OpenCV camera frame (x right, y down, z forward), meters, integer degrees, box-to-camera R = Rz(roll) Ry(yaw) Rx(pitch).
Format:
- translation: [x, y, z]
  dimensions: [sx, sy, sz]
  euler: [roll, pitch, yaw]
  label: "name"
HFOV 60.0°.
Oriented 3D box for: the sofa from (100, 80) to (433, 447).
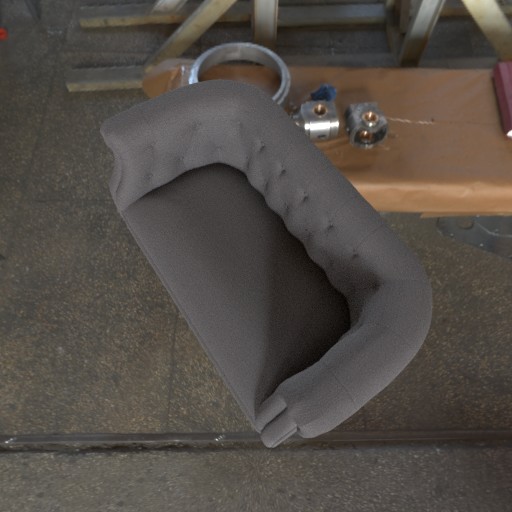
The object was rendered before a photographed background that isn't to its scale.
- translation: [0.000, 0.000, 2.050]
  dimensions: [0.835, 0.827, 1.558]
  euler: [-31, 68, -14]
  label: "sofa"
